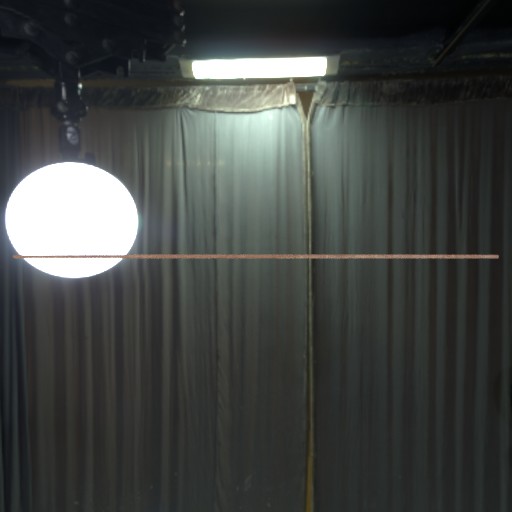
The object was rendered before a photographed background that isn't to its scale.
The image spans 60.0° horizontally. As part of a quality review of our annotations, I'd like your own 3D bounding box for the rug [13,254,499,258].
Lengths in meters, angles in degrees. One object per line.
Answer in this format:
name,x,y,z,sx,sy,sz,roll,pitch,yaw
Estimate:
rug,0.000,0.000,2.272,1.829,0.014,1.219,0,0,-1
